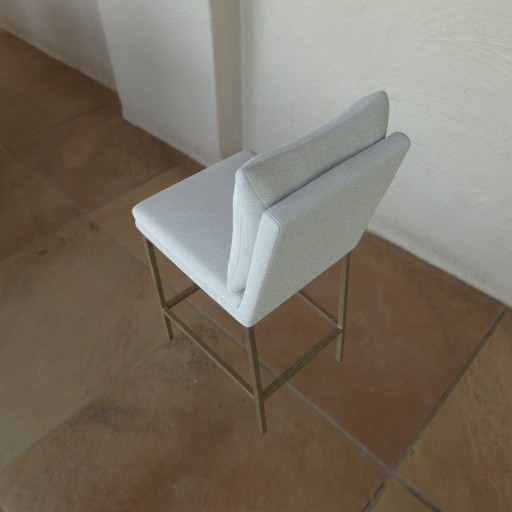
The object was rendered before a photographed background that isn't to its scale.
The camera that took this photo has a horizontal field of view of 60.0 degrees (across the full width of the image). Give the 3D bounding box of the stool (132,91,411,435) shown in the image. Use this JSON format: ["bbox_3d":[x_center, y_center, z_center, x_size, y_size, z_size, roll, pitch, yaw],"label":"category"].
[{"bbox_3d":[0.000,0.000,1.345,0.463,1.032,0.572,-34,55,-28],"label":"stool"}]
